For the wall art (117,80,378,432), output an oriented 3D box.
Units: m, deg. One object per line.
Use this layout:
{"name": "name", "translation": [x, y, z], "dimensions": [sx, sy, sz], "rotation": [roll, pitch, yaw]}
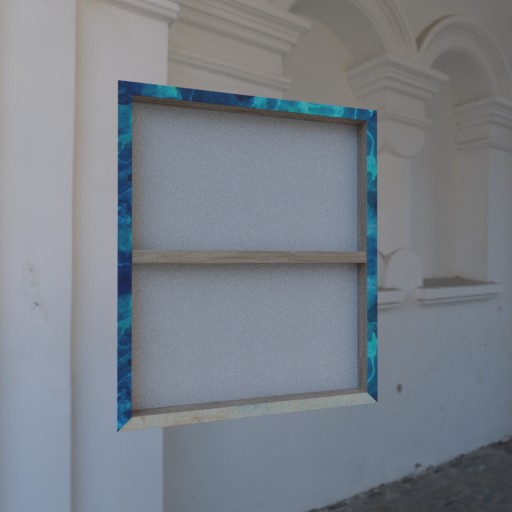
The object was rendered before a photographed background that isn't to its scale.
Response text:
{"name": "wall art", "translation": [0.000, 0.000, 0.723], "dimensions": [0.432, 0.508, 0.038], "rotation": [0, 0, -18]}
